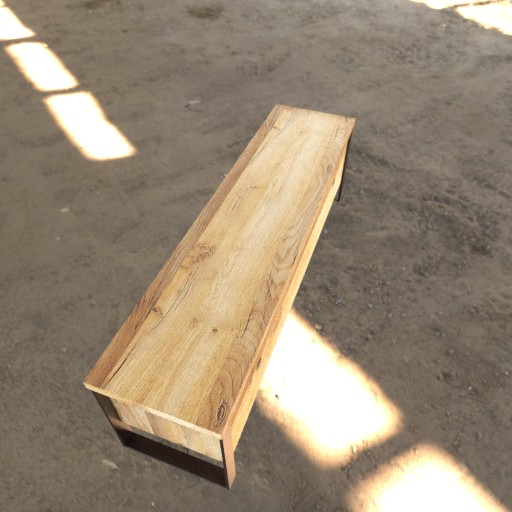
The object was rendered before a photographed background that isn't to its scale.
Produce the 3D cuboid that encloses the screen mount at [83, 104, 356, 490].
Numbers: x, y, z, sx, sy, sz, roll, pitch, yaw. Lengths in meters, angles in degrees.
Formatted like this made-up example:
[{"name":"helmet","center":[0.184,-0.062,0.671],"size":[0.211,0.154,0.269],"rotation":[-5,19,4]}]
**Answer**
[{"name":"screen mount","center":[0.000,0.000,1.727],"size":[0.395,0.450,1.524],"rotation":[15,48,14]}]
